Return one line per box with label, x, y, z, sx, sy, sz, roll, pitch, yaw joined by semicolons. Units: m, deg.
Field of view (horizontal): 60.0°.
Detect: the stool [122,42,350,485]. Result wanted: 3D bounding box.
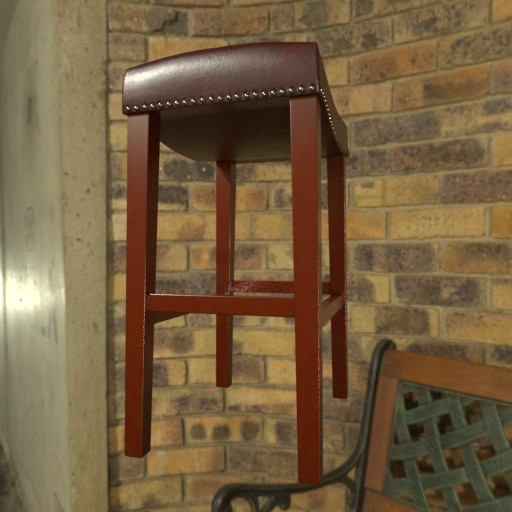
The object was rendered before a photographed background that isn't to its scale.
stool;0.000;0.000;0.994;0.372;0.742;0.504;0;0;17
